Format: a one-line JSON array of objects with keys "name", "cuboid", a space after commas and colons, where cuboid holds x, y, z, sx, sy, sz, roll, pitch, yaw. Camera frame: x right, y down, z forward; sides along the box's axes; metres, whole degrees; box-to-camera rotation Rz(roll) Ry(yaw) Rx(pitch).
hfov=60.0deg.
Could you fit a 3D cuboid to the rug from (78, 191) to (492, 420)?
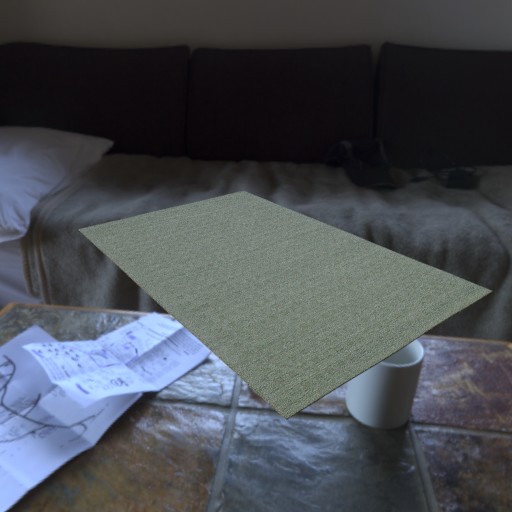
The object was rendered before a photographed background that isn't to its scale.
[{"name": "rug", "cuboid": [0.000, 0.000, 2.152, 1.143, 0.006, 1.747, -19, 31, -34]}]
